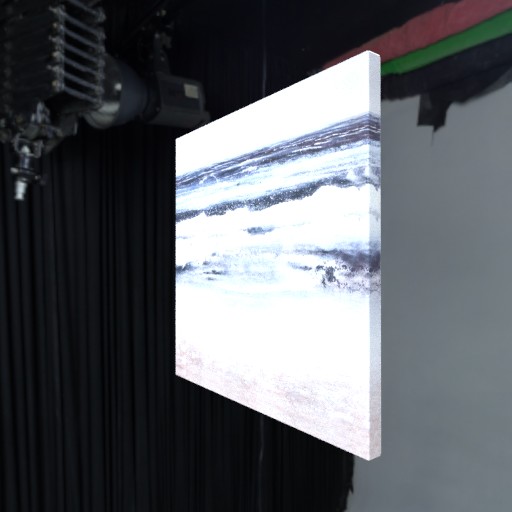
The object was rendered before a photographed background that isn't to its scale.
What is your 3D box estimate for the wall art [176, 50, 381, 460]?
[{"bbox_3d":[0.000,0.000,1.122,0.065,0.747,0.755,0,0,-37],"label":"wall art"}]
